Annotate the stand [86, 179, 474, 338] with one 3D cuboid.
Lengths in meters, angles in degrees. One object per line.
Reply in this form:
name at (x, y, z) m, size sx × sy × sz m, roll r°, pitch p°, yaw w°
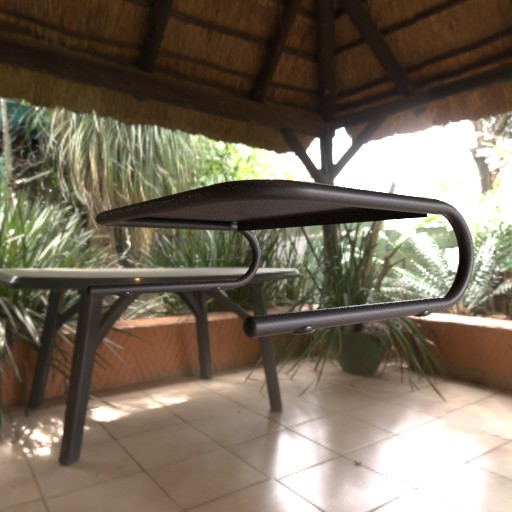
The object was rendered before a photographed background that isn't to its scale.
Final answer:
stand at (0.000, 0.000, 0.511) m, size 0.280 × 0.108 × 0.370 m, roll 0°, pitch 0°, yaw -37°
